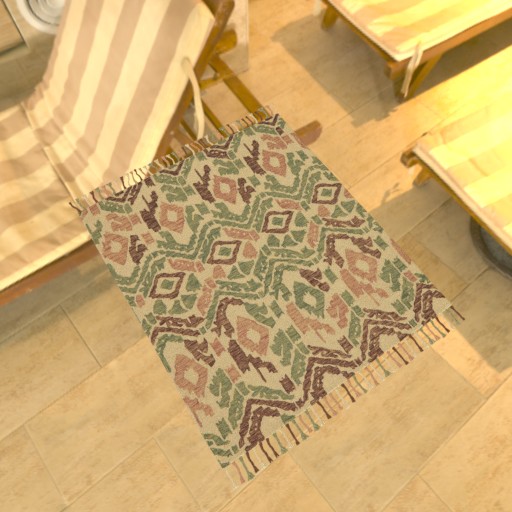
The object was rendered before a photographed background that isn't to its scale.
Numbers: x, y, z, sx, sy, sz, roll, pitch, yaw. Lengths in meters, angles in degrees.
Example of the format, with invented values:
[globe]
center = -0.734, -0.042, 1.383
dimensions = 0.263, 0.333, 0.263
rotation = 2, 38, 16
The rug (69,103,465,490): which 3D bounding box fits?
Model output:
[rug]
center = 0.000, 0.000, 4.101
dimensions = 2.438, 0.010, 3.048
rotation = -30, 67, -15
